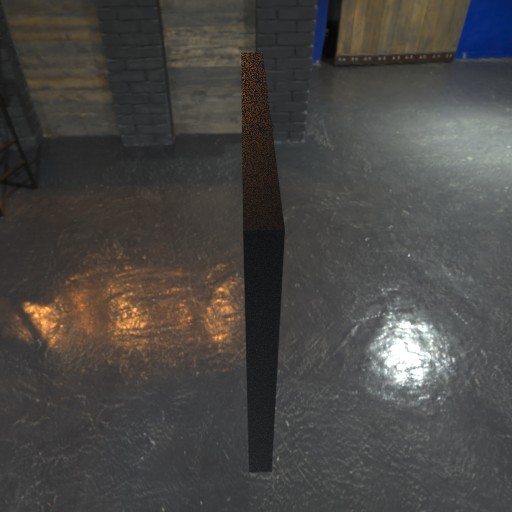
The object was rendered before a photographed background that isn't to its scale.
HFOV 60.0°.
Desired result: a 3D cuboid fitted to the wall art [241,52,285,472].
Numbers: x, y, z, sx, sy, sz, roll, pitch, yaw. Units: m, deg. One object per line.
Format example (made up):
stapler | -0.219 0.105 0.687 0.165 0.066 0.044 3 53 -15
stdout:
wall art | 0.000 0.000 0.755 0.038 0.506 0.506 -1 41 -1
